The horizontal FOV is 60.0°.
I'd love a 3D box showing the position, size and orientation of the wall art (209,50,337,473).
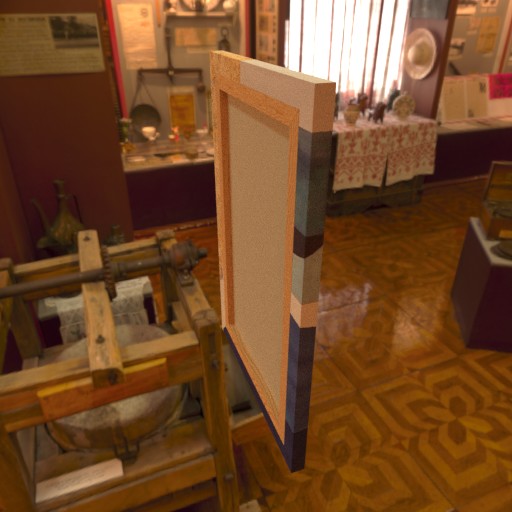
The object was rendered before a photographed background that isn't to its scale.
[{"bbox_3d":[0.000,0.000,1.133,0.039,0.911,0.607,-10,31,-18],"label":"wall art"}]
